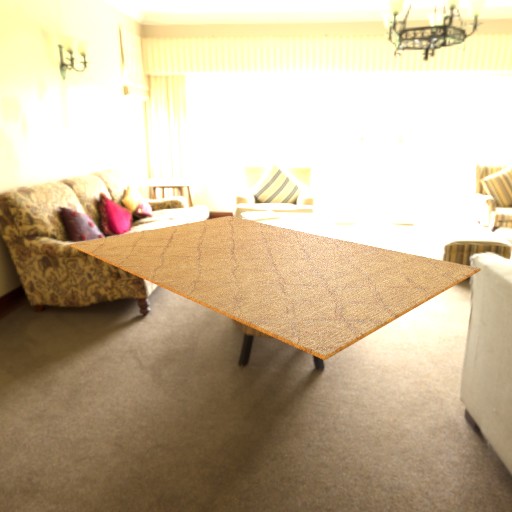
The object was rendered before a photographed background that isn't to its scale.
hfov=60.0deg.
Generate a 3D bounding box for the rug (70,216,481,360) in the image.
[{"bbox_3d":[0.000,0.000,2.928,1.528,0.014,2.292,-15,22,-42],"label":"rug"}]
